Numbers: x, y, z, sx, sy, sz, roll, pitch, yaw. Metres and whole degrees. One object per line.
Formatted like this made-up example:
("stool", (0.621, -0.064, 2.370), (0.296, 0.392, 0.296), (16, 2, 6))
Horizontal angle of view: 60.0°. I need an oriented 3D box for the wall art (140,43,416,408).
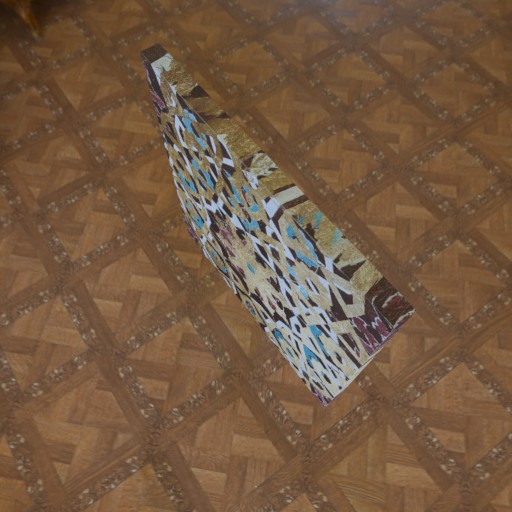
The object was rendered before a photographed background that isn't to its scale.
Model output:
("wall art", (0.000, 0.000, 0.919), (0.041, 0.613, 0.609), (-33, 67, -16))
